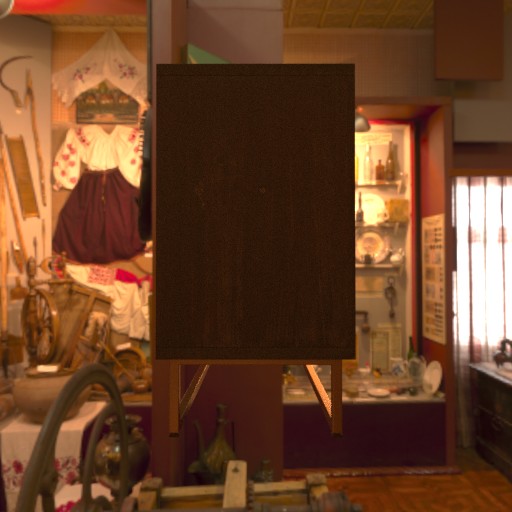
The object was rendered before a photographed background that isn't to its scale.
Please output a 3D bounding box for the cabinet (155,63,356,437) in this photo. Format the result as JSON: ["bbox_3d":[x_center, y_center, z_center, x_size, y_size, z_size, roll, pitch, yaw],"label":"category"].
[{"bbox_3d":[0.000,0.000,1.473,0.451,0.860,0.950,0,-1,0],"label":"cabinet"}]
